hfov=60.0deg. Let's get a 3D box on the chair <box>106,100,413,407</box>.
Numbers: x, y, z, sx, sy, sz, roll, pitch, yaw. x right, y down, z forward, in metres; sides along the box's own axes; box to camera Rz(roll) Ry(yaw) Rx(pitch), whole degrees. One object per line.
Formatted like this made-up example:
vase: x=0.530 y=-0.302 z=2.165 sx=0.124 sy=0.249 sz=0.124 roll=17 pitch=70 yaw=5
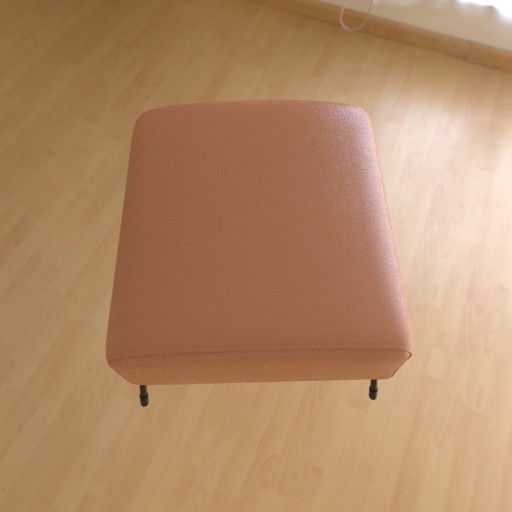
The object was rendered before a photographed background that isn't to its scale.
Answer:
chair: x=0.000 y=0.000 z=0.925 sx=0.530 sy=0.410 sz=0.530 roll=-1 pitch=63 yaw=-1
